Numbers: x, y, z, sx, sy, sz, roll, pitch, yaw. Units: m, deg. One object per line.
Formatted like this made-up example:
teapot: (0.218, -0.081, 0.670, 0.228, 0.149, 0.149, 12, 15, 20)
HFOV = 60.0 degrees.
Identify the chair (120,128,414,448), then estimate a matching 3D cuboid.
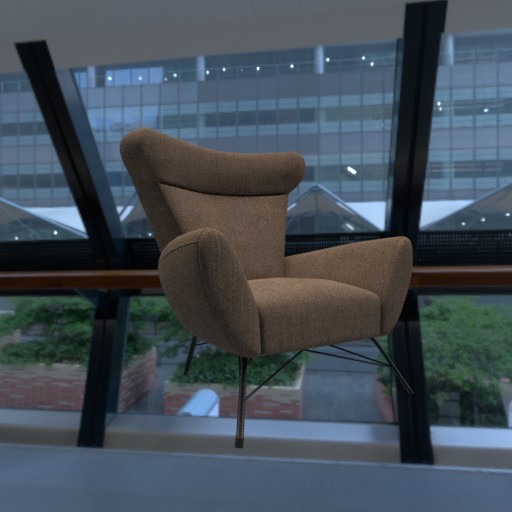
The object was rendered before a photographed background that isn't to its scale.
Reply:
chair: (0.000, 0.000, 1.789, 0.980, 1.040, 0.900, 0, 0, -37)
